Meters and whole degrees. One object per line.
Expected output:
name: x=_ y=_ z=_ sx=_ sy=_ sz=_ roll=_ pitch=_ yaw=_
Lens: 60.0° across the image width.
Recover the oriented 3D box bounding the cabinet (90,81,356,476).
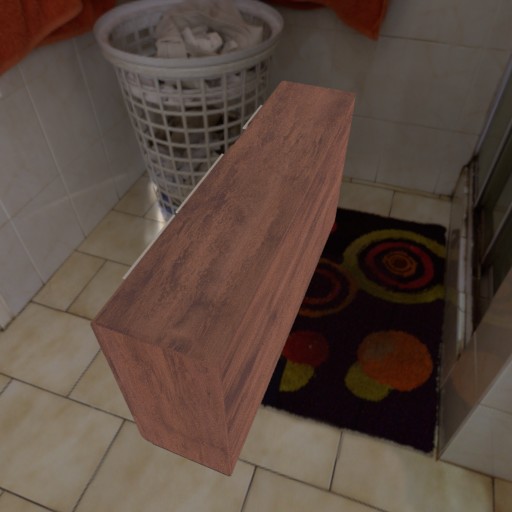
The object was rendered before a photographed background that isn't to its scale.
cabinet: x=0.000 y=0.000 z=2.016 sx=0.420 sy=0.900 sz=1.600 roll=16 pitch=48 yaw=15
